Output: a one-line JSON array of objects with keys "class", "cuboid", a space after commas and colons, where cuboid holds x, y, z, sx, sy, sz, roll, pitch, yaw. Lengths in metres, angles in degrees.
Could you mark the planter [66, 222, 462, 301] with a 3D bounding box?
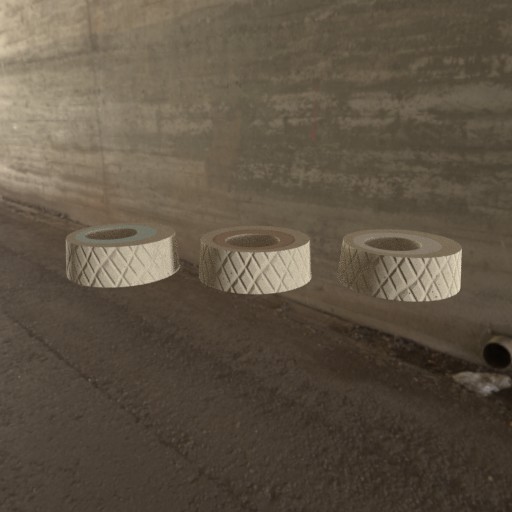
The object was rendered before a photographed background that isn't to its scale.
[{"class": "planter", "cuboid": [0.000, 0.000, 0.443, 0.390, 0.038, 0.114, 2, 17, 7]}]
